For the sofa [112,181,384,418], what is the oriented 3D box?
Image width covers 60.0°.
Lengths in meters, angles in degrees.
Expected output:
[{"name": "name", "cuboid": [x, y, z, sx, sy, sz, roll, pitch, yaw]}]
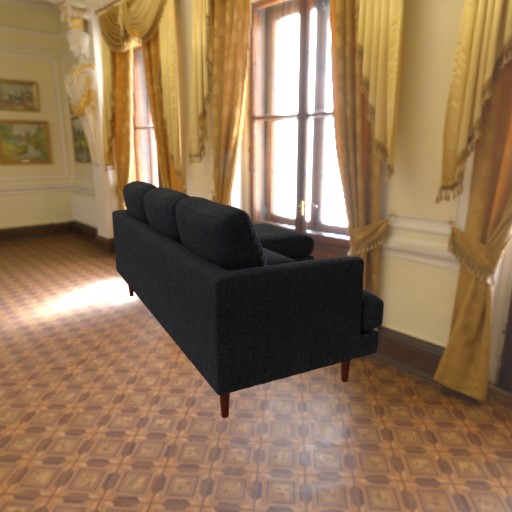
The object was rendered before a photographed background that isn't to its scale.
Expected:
[{"name": "sofa", "cuboid": [0.000, 0.000, 3.056, 1.504, 0.956, 2.233, -7, 15, -27]}]
